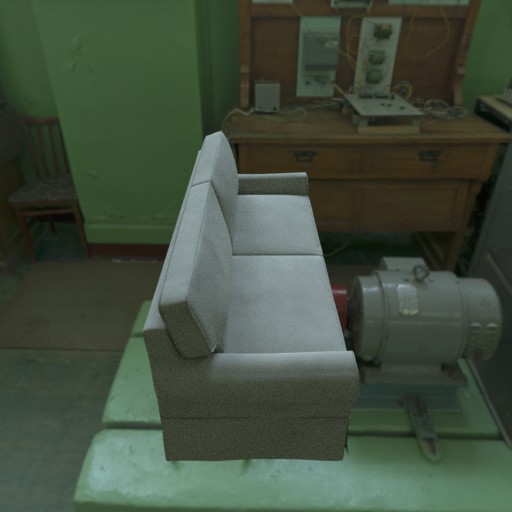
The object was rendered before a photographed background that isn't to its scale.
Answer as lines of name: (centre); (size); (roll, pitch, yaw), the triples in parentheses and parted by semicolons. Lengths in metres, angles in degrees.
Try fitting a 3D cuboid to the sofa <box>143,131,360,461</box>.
sofa: (0.000, 0.000, 2.761); (0.900, 1.014, 2.246); (0, 32, 0)
